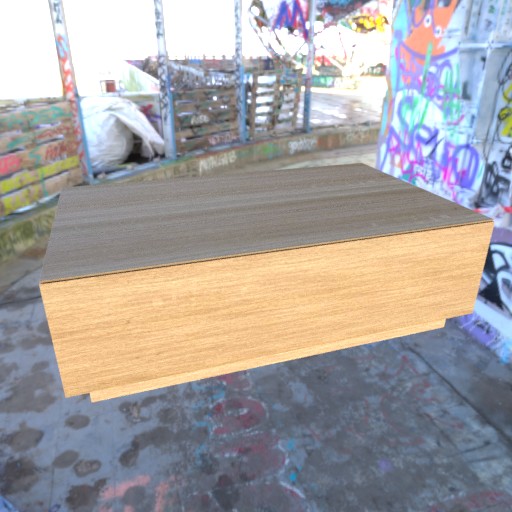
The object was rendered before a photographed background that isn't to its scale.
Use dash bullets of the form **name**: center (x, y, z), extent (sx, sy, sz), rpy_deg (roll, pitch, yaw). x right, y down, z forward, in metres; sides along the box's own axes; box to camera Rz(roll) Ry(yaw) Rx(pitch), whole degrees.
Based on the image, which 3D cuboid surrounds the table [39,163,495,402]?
- **table**: center (0.000, 0.000, 1.382), extent (1.110, 0.353, 0.678), rpy_deg (-8, 26, -16)
